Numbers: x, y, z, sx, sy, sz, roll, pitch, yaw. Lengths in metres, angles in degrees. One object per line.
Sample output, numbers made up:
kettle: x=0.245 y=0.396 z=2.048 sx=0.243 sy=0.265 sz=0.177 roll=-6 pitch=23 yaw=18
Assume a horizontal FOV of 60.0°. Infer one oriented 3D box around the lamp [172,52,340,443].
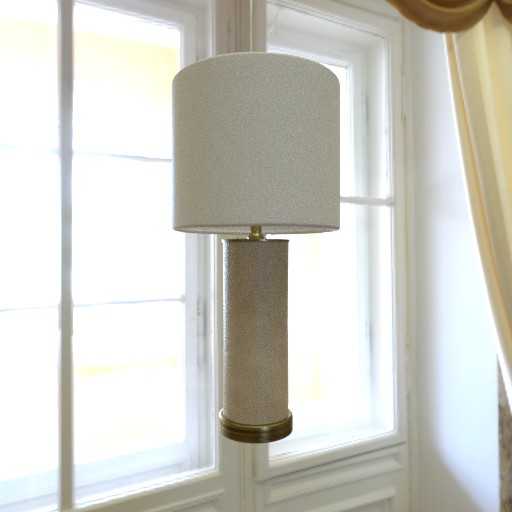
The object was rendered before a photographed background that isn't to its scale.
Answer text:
lamp: x=0.000 y=0.000 z=0.816 sx=0.305 sy=0.634 sz=0.305 roll=0 pitch=0 yaw=19
